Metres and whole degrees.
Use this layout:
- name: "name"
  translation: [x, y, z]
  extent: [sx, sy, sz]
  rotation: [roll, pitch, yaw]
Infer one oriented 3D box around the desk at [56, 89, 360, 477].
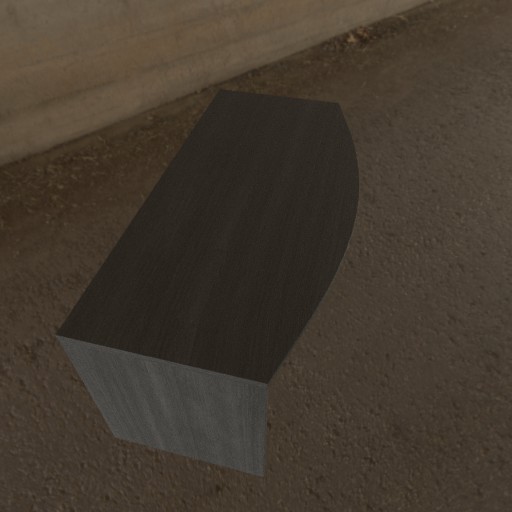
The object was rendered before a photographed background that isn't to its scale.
- name: "desk"
  translation: [0.000, 0.000, 2.029]
  extent: [0.802, 0.750, 1.600]
  rotation: [10, 47, 10]
